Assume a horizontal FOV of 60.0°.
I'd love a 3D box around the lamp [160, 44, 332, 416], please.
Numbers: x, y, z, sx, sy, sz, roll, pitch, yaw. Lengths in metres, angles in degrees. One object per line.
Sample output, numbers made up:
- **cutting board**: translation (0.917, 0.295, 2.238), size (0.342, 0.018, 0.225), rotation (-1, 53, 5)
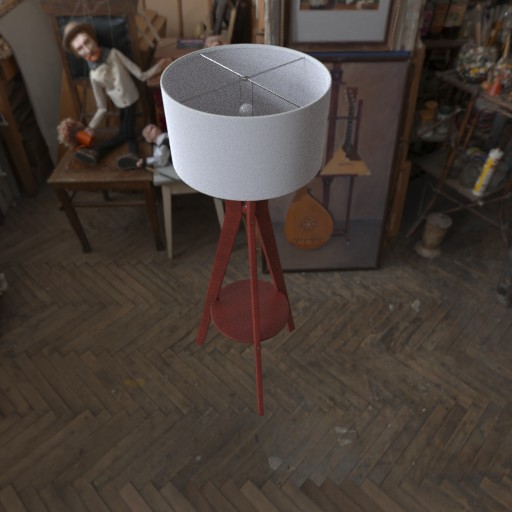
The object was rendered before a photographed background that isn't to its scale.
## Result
- **lamp**: translation (0.000, 0.000, 1.770), size (0.542, 1.472, 0.539), rotation (-31, 53, -27)
